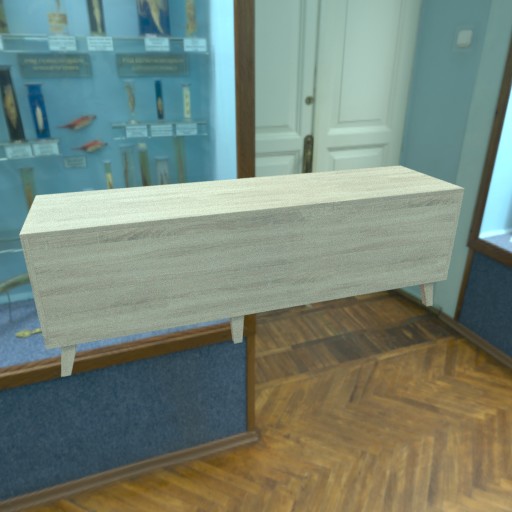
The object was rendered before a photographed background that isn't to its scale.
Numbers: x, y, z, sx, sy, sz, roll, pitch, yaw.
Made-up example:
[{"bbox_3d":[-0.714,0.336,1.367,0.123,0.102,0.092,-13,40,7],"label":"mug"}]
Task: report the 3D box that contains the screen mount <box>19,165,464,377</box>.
[{"bbox_3d":[0.000,0.000,1.707,1.500,0.510,0.400,-8,25,-17],"label":"screen mount"}]
